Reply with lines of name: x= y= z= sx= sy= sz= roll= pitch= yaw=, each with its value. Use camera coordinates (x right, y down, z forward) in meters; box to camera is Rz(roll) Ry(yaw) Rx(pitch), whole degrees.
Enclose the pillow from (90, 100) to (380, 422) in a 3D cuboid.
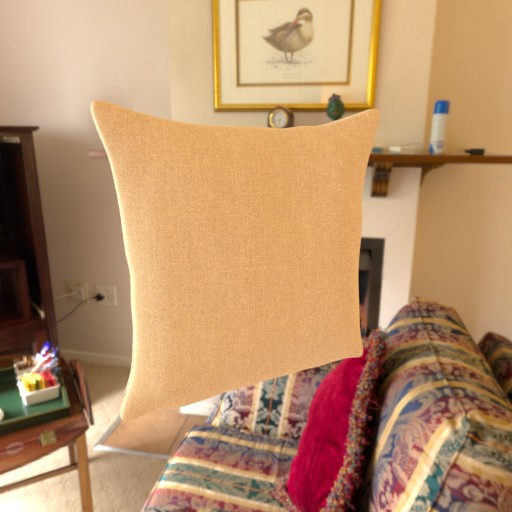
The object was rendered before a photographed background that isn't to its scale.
pillow: x=0.000 y=0.000 z=0.668 sx=0.436 sy=0.432 sz=0.138 roll=-8 pitch=17 yaw=-26
